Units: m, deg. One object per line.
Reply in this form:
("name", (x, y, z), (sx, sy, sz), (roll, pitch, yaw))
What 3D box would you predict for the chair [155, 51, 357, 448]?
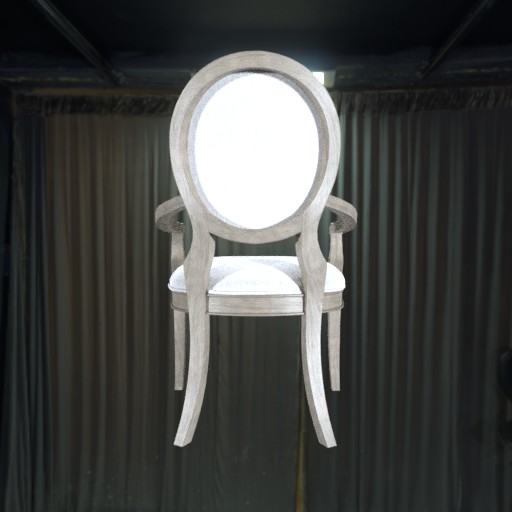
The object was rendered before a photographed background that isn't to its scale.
("chair", (0.000, 0.000, 1.349), (0.611, 0.991, 0.602), (0, 0, 1))
